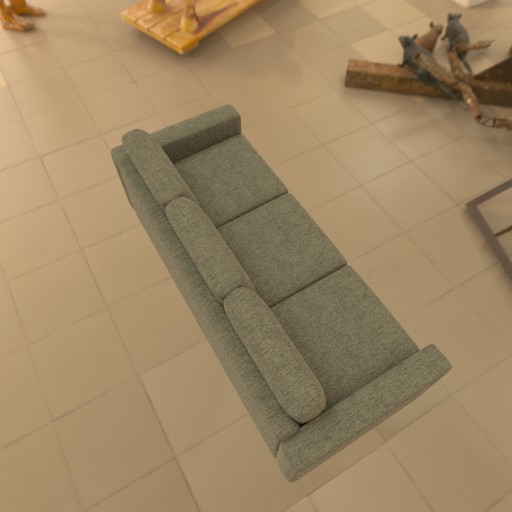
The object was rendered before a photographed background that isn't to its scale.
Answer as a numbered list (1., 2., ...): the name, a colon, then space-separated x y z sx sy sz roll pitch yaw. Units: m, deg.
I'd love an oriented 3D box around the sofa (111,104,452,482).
1. sofa: 0.000 0.000 2.561 0.900 0.800 2.160 -27 62 -16
